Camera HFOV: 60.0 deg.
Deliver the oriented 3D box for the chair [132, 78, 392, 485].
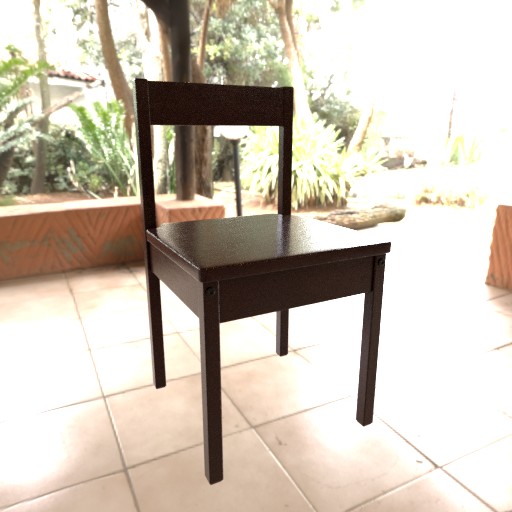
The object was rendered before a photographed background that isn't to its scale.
[{"bbox_3d":[0.000,0.000,0.874,0.367,0.668,0.361,-8,17,-27],"label":"chair"}]
